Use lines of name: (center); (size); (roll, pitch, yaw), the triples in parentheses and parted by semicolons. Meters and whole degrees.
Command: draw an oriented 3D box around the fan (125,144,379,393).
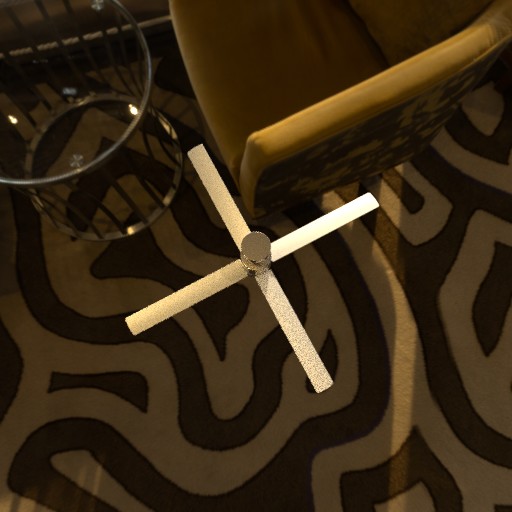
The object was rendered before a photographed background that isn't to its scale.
fan: (0.000, 0.000, 1.996); (1.322, 0.355, 1.322); (-28, 79, -6)
